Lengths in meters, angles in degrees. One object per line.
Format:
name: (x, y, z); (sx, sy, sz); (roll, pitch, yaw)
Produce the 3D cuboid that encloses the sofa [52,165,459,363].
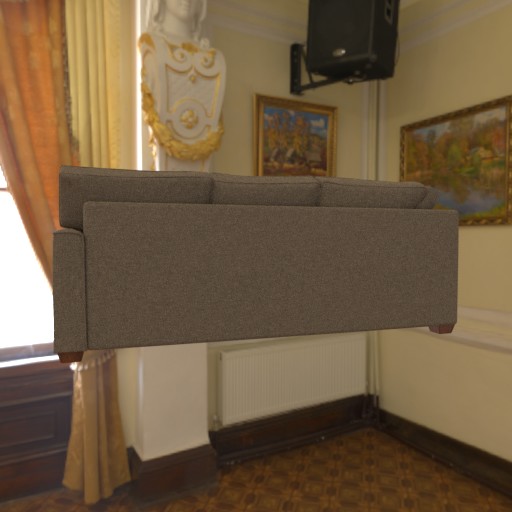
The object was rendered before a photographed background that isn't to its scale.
sofa: (0.000, 0.000, 2.880); (2.317, 0.962, 1.061); (-1, 2, -17)
